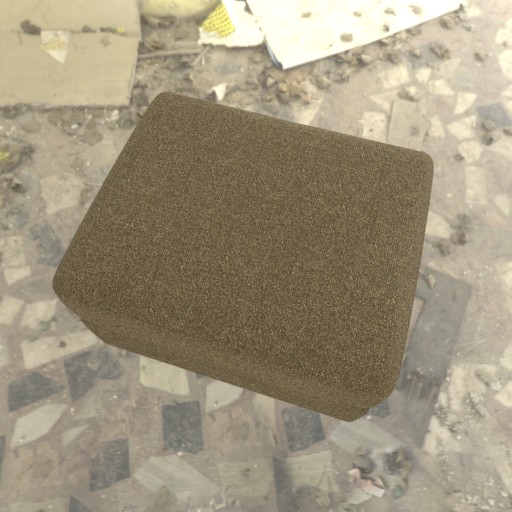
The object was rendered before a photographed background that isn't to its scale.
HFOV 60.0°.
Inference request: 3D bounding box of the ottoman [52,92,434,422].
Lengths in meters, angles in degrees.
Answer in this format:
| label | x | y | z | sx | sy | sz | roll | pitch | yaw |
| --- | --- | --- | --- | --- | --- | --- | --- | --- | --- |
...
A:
| label | x | y | z | sx | sy | sz | roll | pitch | yaw |
| --- | --- | --- | --- | --- | --- | --- | --- | --- | --- |
| ottoman | 0.000 | 0.000 | 1.131 | 0.742 | 0.476 | 0.598 | 16 | 65 | 8 |
